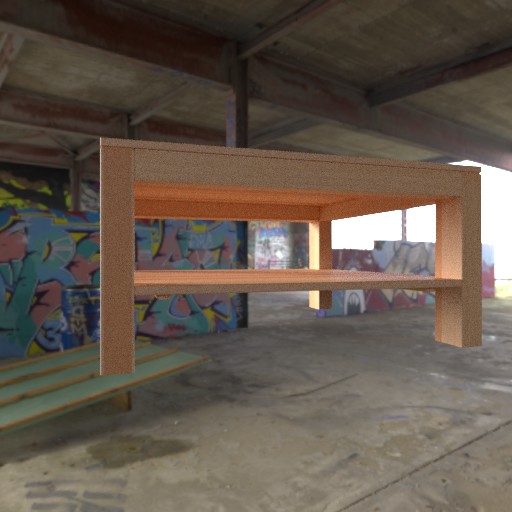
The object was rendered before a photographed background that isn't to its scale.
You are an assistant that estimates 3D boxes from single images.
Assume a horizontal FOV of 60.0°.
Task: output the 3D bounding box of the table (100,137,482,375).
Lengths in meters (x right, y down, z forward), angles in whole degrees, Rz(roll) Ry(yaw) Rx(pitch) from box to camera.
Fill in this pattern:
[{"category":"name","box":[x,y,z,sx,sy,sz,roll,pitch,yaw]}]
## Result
[{"category":"table","box":[0.000,0.000,1.400,0.900,0.450,0.900,0,0,-18]}]
